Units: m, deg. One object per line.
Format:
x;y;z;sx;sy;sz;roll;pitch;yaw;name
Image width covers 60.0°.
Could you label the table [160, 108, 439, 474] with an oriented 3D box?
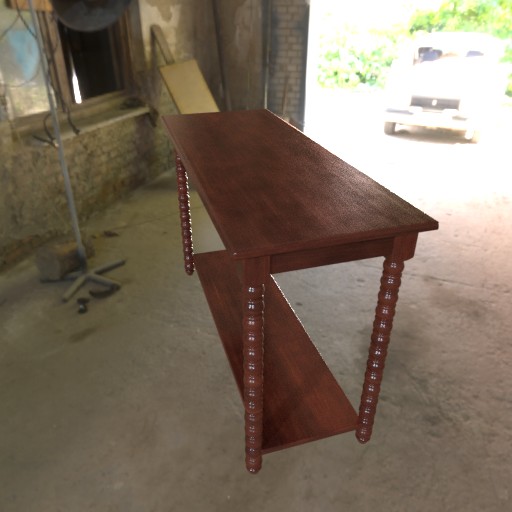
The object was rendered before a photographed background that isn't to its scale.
0.000;0.000;1.543;0.459;0.740;1.184;-9;31;-15;table
